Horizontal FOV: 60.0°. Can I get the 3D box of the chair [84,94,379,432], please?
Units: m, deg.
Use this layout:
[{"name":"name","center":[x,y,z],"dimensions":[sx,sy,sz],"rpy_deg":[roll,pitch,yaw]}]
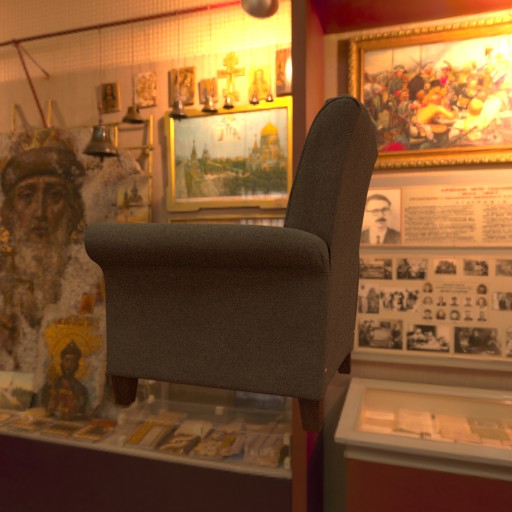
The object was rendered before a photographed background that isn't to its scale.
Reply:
[{"name":"chair","center":[0.000,0.000,1.785],"dimensions":[0.905,1.061,0.978],"rpy_deg":[0,1,20]}]
